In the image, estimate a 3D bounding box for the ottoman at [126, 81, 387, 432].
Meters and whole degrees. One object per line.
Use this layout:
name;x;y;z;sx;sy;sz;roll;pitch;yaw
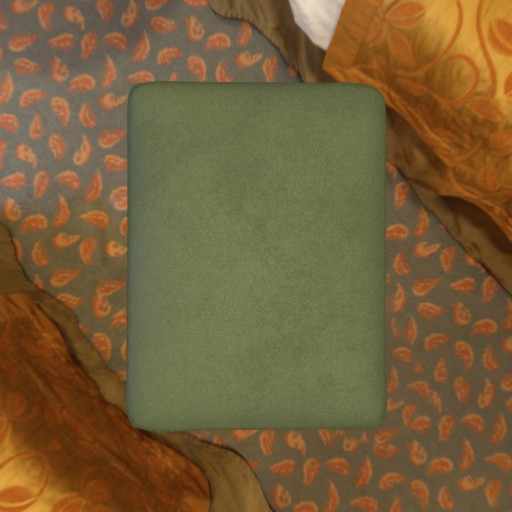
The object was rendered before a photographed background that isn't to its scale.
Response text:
ottoman;0.000;0.000;1.162;0.608;0.449;0.811;0;89;-1
